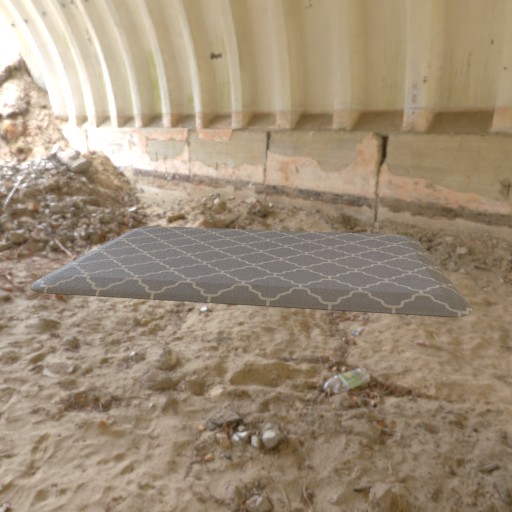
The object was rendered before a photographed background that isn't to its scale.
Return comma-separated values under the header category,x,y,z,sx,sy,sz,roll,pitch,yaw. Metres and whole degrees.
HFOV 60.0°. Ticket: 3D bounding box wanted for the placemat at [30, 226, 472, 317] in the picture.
category,x,y,z,sx,sy,sz,roll,pitch,yaw
placemat,0.000,0.000,0.966,0.762,0.021,0.508,2,16,8
